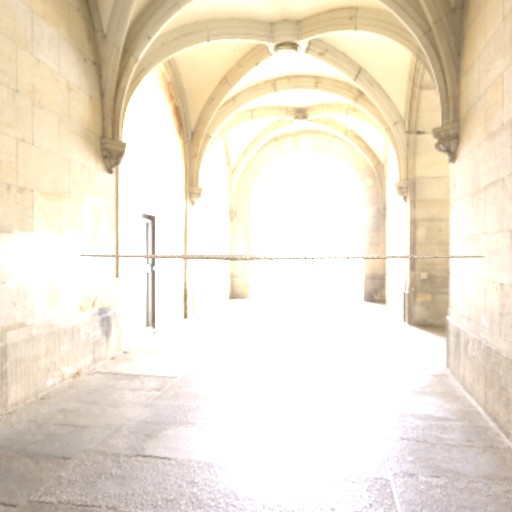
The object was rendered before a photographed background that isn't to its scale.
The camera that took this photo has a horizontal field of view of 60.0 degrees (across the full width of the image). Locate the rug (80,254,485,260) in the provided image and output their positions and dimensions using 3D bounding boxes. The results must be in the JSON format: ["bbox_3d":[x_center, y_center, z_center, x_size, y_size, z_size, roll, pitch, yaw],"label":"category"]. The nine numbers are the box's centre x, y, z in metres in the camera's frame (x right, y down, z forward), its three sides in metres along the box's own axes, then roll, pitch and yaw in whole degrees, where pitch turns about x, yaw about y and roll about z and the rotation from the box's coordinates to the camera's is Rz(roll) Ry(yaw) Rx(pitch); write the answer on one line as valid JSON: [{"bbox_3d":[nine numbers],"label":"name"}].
[{"bbox_3d":[0.000,0.000,4.166,2.447,0.014,3.061,0,1,-35],"label":"rug"}]
